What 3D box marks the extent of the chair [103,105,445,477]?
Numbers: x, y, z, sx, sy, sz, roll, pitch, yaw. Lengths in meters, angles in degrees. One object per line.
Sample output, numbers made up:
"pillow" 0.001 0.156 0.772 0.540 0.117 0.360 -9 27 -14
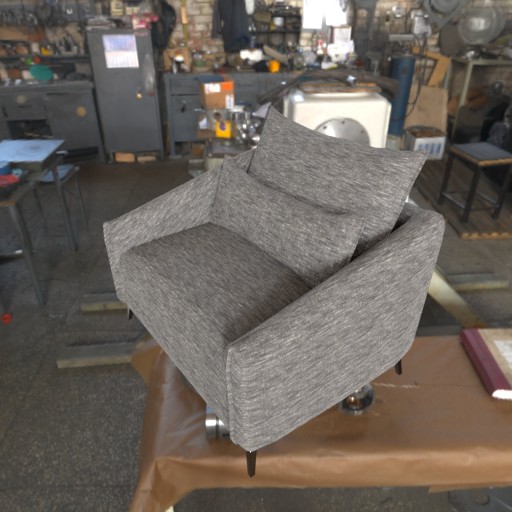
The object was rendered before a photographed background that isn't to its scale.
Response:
"chair" 0.000 0.000 1.608 0.805 0.842 1.004 -21 36 -31
